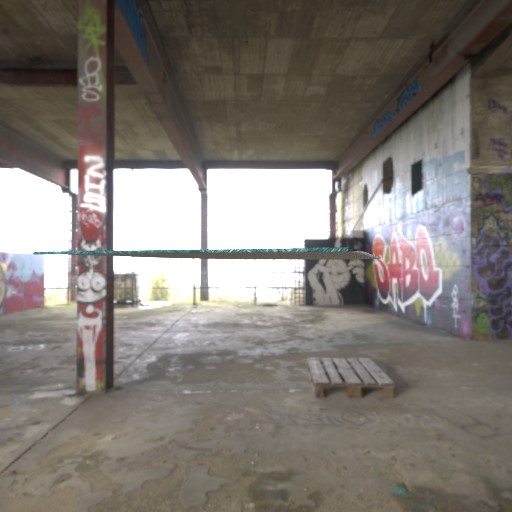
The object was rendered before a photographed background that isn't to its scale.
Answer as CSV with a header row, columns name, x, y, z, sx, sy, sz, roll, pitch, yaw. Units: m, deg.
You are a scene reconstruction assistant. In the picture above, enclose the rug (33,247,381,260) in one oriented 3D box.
name,x,y,z,sx,sy,sz,roll,pitch,yaw
rug,0.000,0.000,2.224,1.136,0.017,1.728,0,-1,19
